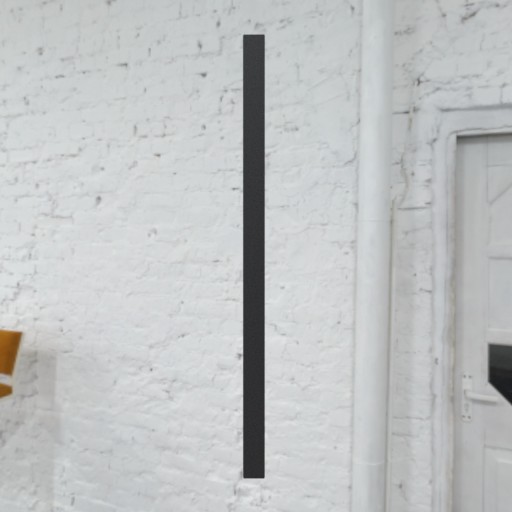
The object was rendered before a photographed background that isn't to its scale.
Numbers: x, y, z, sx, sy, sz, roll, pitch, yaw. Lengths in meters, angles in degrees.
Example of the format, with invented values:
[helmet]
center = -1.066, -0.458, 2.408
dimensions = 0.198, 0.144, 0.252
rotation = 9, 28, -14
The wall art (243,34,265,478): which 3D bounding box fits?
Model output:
[wall art]
center = 0.000, 0.000, 1.141
dimensions = 0.037, 0.763, 0.763
rotation = 0, 0, 1
